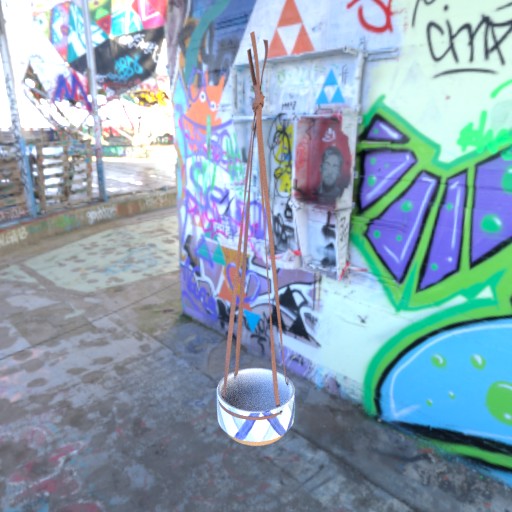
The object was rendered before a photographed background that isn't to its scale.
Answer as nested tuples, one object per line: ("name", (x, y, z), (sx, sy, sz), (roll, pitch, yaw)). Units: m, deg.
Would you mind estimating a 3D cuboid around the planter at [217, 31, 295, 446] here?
("planter", (0.000, 0.000, 0.837), (0.166, 0.751, 0.166), (-16, 23, -41))
